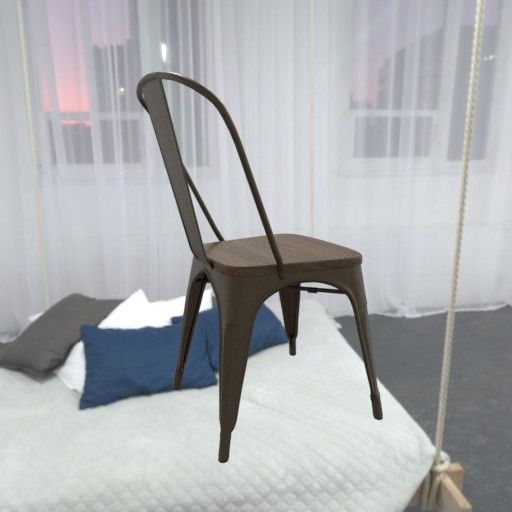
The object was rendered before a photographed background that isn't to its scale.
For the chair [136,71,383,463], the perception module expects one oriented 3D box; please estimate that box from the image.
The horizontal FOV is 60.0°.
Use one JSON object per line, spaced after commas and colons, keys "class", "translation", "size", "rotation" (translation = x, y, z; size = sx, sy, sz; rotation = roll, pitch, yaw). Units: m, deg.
{"class": "chair", "translation": [0.000, 0.000, 1.150], "size": [0.532, 0.844, 0.451], "rotation": [-7, 15, -27]}
